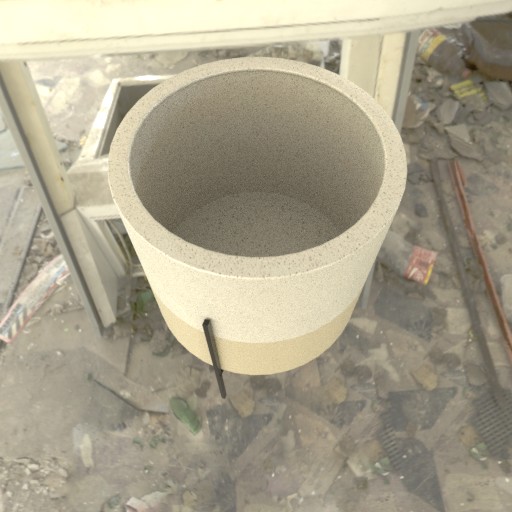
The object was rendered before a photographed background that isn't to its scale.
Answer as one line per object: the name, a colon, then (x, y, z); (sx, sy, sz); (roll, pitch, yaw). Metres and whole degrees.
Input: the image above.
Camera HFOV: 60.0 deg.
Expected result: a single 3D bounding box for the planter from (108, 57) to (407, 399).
planter: (0.000, 0.000, 0.734); (0.359, 0.484, 0.368); (17, 60, 10)
